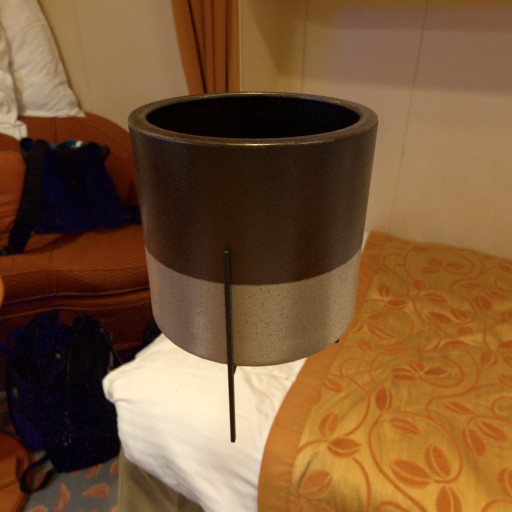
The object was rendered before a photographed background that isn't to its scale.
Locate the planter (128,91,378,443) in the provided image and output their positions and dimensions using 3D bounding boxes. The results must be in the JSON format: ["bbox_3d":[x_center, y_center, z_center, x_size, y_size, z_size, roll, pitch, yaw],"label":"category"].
[{"bbox_3d":[0.000,0.000,0.733,0.354,0.465,0.345,-10,31,-17],"label":"planter"}]
